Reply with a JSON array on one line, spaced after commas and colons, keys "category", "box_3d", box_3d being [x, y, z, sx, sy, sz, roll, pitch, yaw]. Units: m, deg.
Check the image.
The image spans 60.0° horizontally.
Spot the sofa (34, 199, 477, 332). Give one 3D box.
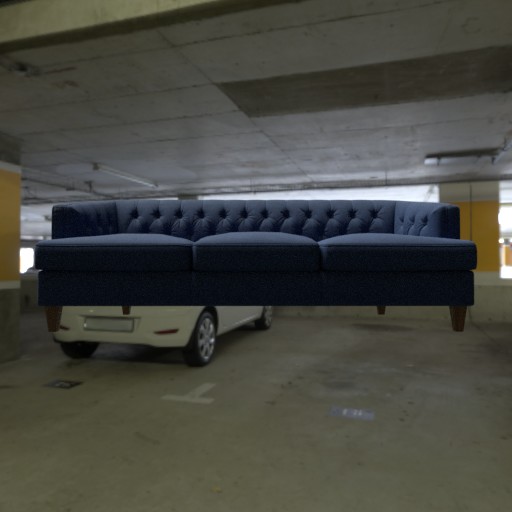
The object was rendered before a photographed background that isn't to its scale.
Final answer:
[{"category": "sofa", "box_3d": [0.000, 0.000, 2.665, 2.235, 0.787, 0.914, 0, -1, 0]}]
